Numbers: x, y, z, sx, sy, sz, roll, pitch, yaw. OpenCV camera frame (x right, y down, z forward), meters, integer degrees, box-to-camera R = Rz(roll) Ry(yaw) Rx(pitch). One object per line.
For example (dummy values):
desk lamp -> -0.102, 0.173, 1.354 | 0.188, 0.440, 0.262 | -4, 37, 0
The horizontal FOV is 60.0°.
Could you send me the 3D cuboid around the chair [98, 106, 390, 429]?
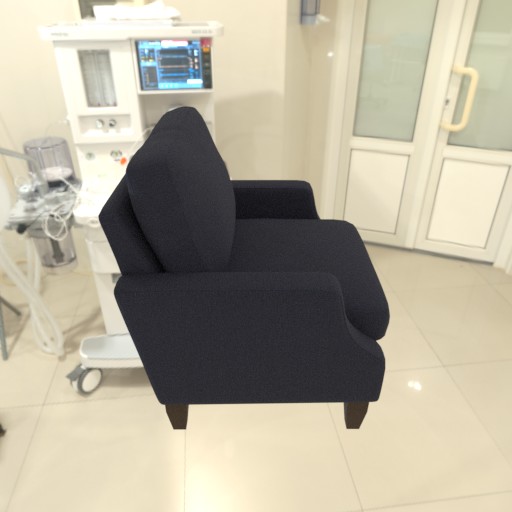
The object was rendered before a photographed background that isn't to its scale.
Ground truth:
chair -> 0.000, 0.000, 1.683 | 0.897, 0.991, 0.855 | 0, 31, 0
